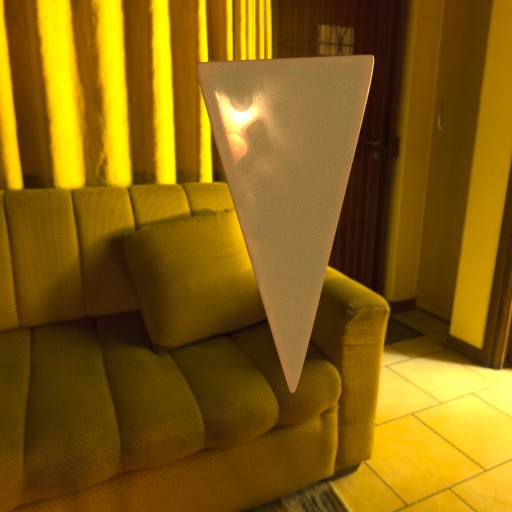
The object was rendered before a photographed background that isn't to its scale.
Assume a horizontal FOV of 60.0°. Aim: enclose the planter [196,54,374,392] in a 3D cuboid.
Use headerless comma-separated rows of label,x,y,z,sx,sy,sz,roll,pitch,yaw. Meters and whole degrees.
planter,0.000,0.000,0.215,0.080,0.178,0.064,15,22,43
